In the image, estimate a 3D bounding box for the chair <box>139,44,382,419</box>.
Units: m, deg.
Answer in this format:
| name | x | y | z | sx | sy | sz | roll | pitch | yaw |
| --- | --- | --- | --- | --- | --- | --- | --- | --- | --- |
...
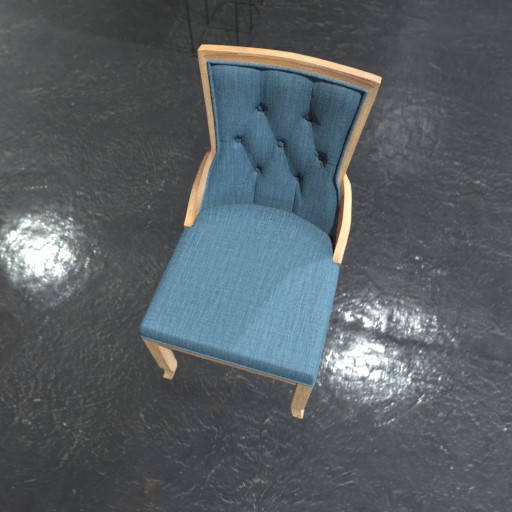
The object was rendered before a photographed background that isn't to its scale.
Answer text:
| name | x | y | z | sx | sy | sz | roll | pitch | yaw |
| --- | --- | --- | --- | --- | --- | --- | --- | --- | --- |
| chair | 0.000 | 0.000 | 1.345 | 0.524 | 0.947 | 0.641 | 14 | 60 | 8 |
